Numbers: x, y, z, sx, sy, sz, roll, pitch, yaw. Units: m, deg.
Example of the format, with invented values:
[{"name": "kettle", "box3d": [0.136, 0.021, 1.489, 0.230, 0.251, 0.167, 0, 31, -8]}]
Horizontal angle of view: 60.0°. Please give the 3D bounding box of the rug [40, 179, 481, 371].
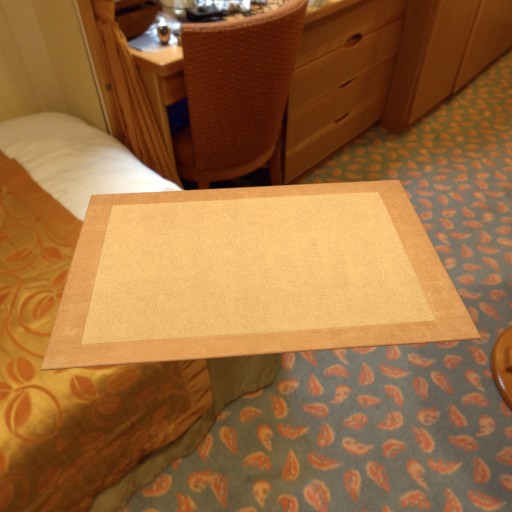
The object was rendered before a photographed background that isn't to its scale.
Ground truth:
[{"name": "rug", "box3d": [0.000, 0.000, 2.969, 2.438, 0.014, 1.524, -3, 45, -3]}]
